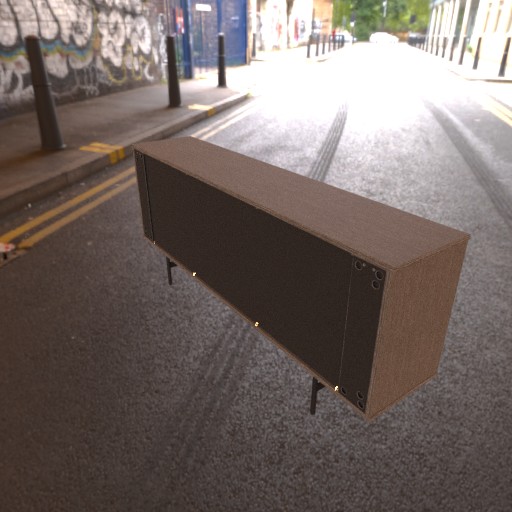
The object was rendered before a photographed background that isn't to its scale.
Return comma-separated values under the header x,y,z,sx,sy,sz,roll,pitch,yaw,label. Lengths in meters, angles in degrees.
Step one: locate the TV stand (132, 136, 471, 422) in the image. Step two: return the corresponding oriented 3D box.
x,y,z,sx,sy,sz,roll,pitch,yaw,label
0.000,0.000,2.119,0.405,0.787,1.804,-18,32,-32,TV stand
